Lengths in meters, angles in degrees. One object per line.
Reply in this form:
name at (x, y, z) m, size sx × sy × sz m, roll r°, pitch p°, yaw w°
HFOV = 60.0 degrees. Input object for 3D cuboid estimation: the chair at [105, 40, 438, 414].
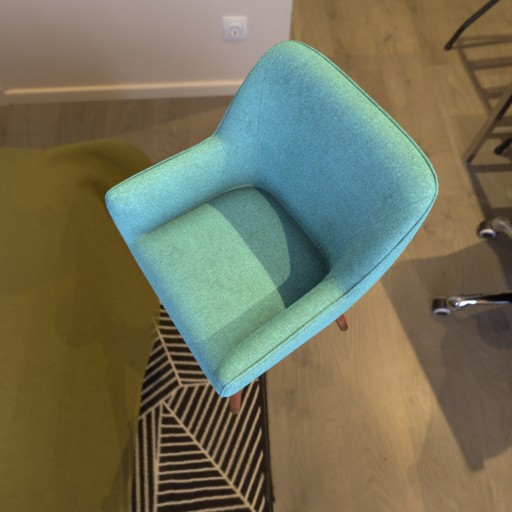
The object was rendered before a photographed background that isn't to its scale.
chair at (0.000, 0.000, 1.127) m, size 0.519 × 0.803 × 0.543 m, roll -31°, pitch 68°, yaw -14°
